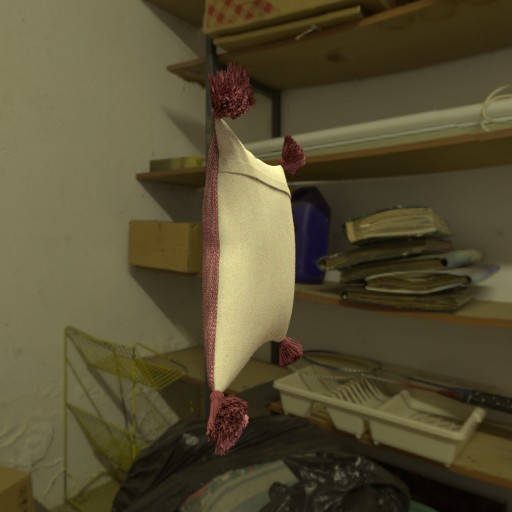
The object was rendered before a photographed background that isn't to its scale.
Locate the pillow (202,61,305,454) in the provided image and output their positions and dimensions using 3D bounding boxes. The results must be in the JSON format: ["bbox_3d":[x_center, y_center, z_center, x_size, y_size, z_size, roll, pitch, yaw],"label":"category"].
[{"bbox_3d":[0.000,0.000,0.980,0.138,0.659,0.641,0,0,17],"label":"pillow"}]
